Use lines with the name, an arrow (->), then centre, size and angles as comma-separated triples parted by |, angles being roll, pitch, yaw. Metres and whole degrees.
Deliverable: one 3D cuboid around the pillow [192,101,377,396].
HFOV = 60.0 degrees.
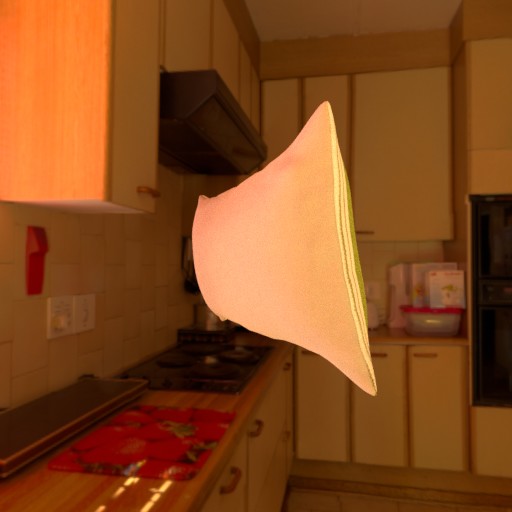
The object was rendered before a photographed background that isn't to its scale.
pillow -> 0.000, 0.000, 0.726 | 0.156, 0.292, 0.608 | 0, -1, -19
